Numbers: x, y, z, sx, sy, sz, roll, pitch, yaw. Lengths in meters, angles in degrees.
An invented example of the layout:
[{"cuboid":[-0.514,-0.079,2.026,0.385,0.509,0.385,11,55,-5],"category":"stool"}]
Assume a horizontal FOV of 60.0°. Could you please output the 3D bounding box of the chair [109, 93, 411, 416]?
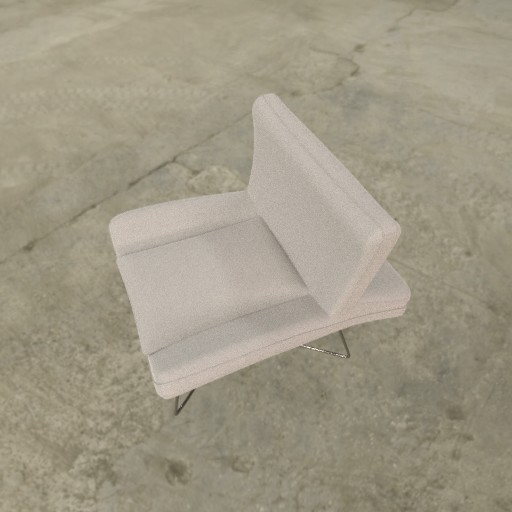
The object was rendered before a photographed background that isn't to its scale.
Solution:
[{"cuboid":[0.000,0.000,1.712,1.008,0.855,0.859,-18,50,-16],"category":"chair"}]
